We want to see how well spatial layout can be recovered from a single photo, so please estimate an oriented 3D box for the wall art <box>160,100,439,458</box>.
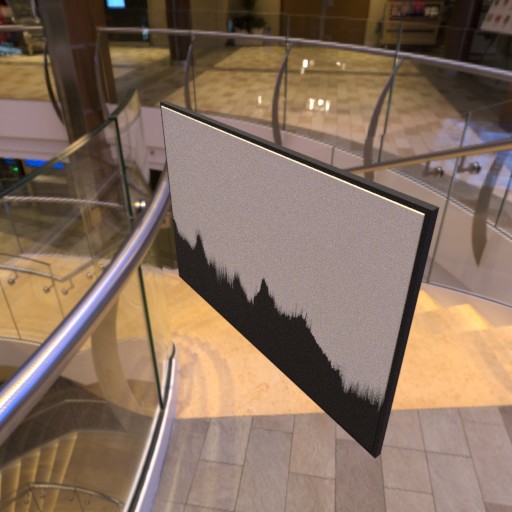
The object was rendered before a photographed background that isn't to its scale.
[{"bbox_3d":[0.000,0.000,1.499,0.028,0.805,1.190,-22,38,-31],"label":"wall art"}]
